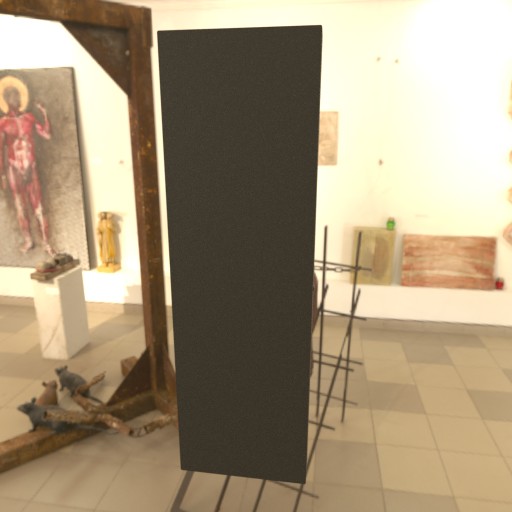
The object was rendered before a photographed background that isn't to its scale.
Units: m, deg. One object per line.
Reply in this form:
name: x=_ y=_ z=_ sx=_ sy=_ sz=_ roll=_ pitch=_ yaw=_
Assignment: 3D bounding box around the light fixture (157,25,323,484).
light fixture: x=0.000 y=0.000 z=0.386 sx=0.105 sy=0.330 sz=0.149 roll=2 pitch=16 yaw=8
